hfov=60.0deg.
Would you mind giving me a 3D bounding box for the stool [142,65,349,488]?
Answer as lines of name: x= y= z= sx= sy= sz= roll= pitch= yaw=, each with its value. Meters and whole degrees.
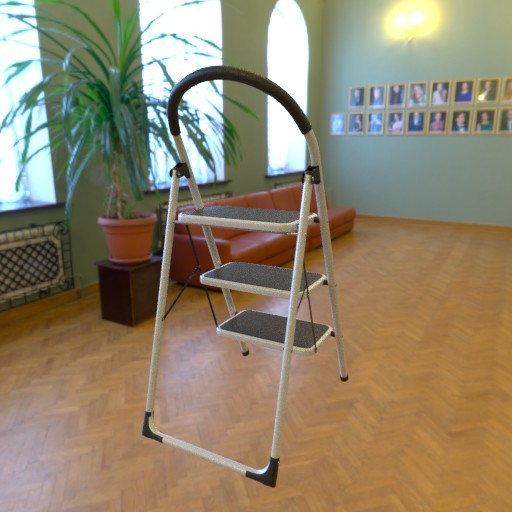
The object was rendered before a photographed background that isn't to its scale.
stool: x=0.000 y=0.000 z=1.466 sx=0.485 sy=1.109 sz=0.676 roll=8 pitch=16 yaw=28
